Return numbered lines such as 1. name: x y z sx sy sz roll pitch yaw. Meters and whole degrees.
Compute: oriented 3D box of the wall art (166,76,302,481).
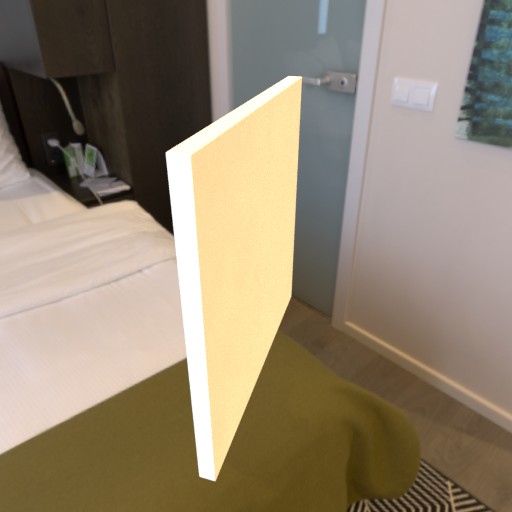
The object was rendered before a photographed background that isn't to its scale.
1. wall art: 0.000 0.000 1.141 0.040 0.762 0.762 9 31 15
